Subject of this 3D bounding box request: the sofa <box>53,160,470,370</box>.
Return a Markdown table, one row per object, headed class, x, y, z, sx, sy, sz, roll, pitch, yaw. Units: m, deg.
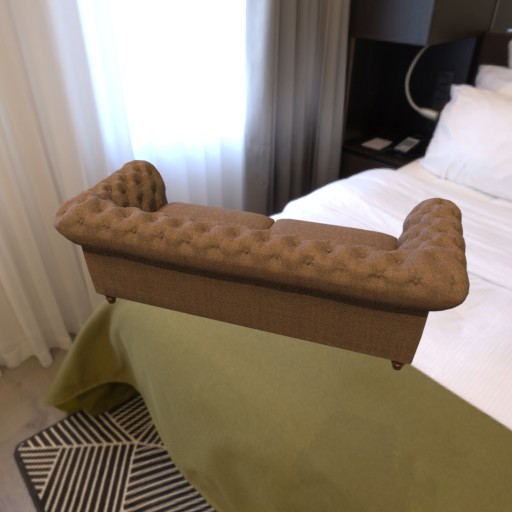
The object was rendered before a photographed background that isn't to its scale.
| class | x | y | z | sx | sy | sz | roll | pitch | yaw |
| --- | --- | --- | --- | --- | --- | --- | --- | --- | --- |
| sofa | 0.000 | 0.000 | 2.844 | 2.385 | 0.787 | 0.944 | 10 | 34 | 15 |
